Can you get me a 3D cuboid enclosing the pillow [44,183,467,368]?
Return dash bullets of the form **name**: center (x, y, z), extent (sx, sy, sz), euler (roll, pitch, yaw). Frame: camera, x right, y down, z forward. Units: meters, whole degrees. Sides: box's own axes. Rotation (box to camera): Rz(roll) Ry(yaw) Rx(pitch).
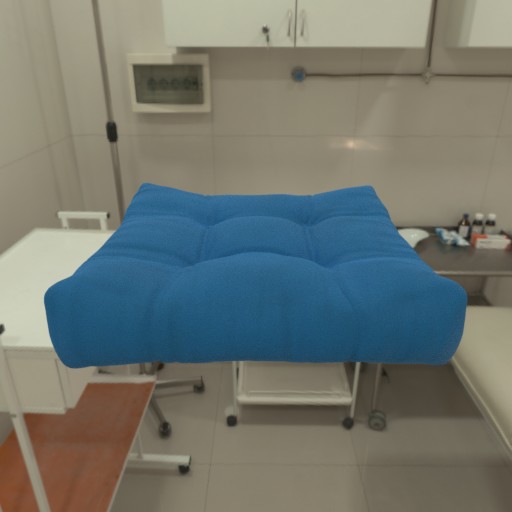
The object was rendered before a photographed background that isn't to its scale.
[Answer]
- **pillow**: center (0.000, 0.000, 0.712), extent (0.490, 0.128, 0.468), euler (0, 25, 0)
